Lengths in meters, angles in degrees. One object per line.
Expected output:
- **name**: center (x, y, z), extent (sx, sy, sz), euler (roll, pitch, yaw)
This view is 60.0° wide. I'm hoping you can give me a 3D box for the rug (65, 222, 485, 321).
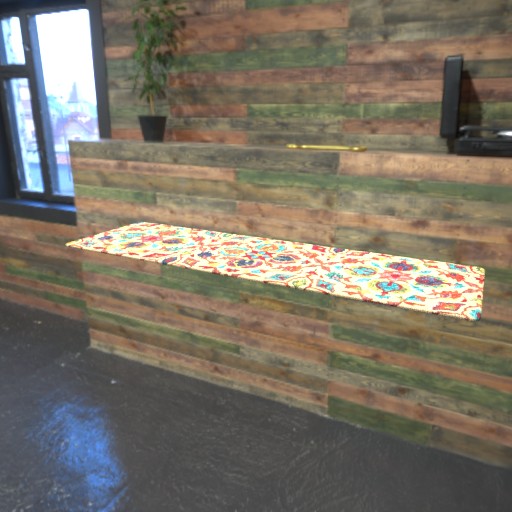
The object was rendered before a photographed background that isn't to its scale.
- **rug**: center (0.000, 0.000, 2.468), extent (2.273, 0.016, 0.693), euler (9, 19, 26)
